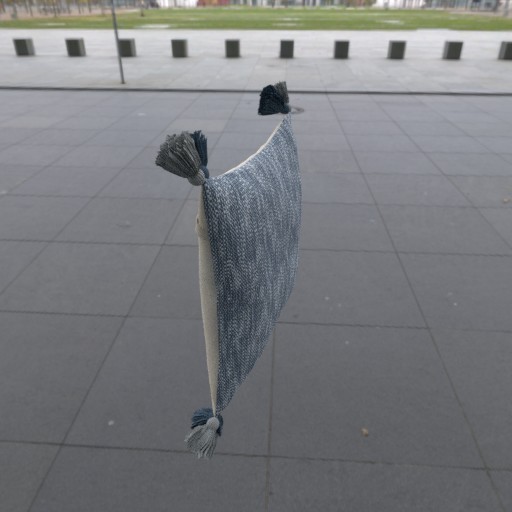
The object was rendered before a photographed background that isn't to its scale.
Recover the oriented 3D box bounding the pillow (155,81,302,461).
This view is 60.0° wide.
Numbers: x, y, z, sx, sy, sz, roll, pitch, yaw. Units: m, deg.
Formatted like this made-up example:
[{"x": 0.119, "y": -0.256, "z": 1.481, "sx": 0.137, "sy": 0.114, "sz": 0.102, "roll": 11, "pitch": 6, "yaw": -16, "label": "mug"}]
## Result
[{"x": 0.000, "y": 0.000, "z": 0.925, "sx": 0.138, "sy": 0.634, "sz": 0.614, "roll": 10, "pitch": 31, "yaw": 16, "label": "pillow"}]
